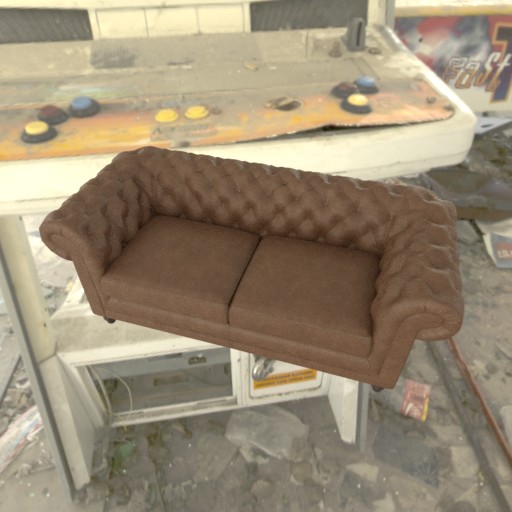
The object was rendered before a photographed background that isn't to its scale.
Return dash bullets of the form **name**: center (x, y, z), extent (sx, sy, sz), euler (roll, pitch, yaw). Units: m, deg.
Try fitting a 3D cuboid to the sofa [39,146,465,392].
- **sofa**: center (0.000, 0.000, 2.520), extent (2.048, 0.784, 0.955), euler (11, 42, 13)
